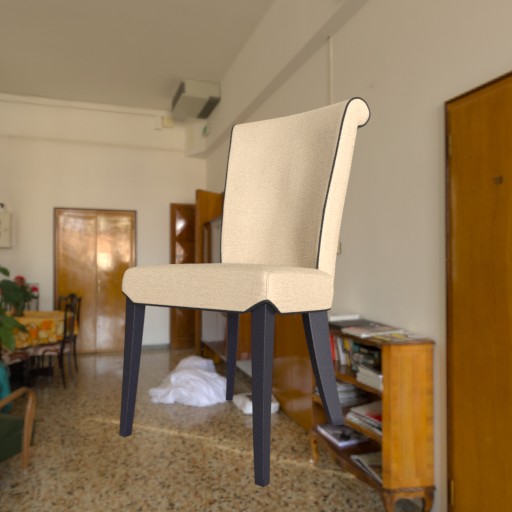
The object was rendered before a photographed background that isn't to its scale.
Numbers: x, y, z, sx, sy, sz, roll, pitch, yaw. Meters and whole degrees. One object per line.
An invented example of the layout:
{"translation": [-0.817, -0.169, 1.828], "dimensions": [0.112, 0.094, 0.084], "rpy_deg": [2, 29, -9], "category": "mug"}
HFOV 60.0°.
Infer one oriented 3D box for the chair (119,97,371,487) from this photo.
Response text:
{"translation": [0.000, 0.000, 1.339], "dimensions": [0.522, 0.997, 0.623], "rpy_deg": [0, -1, 35], "category": "chair"}
